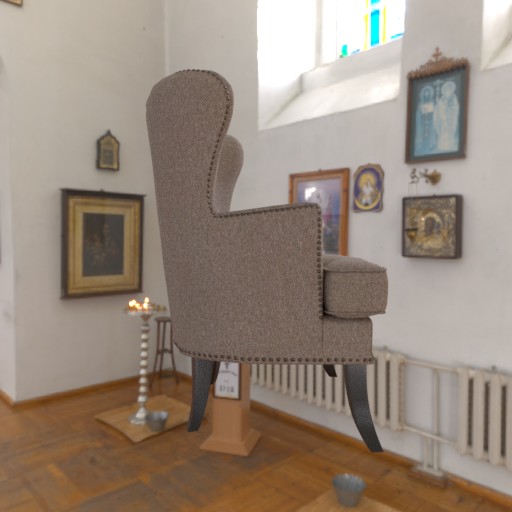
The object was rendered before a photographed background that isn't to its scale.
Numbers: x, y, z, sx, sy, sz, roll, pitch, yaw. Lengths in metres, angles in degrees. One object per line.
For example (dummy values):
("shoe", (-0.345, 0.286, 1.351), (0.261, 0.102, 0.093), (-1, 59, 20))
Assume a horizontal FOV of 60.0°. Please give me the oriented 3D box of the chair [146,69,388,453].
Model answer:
("chair", (0.000, 0.000, 1.579), (0.758, 1.060, 0.759), (0, 0, 1))
